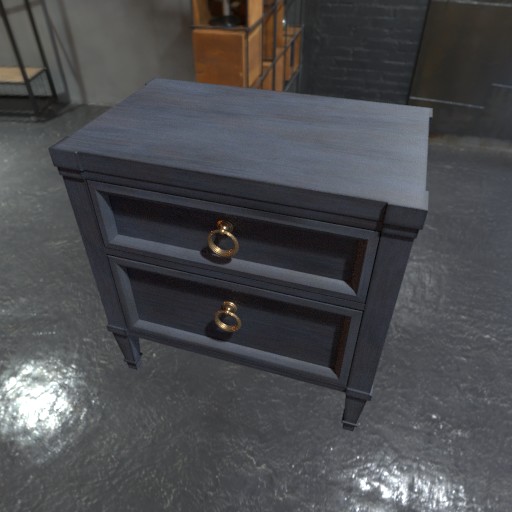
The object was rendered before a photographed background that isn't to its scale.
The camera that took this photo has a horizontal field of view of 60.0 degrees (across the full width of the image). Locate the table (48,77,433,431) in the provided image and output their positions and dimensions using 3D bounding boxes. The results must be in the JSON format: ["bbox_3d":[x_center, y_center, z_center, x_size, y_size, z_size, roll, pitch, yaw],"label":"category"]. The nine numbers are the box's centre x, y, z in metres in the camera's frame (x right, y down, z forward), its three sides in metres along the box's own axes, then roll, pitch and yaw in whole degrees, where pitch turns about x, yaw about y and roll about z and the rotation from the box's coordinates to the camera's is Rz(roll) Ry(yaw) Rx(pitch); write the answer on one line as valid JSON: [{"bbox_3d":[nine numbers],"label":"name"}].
[{"bbox_3d":[0.000,0.000,1.081,0.660,0.660,0.413,12,41,14],"label":"table"}]
